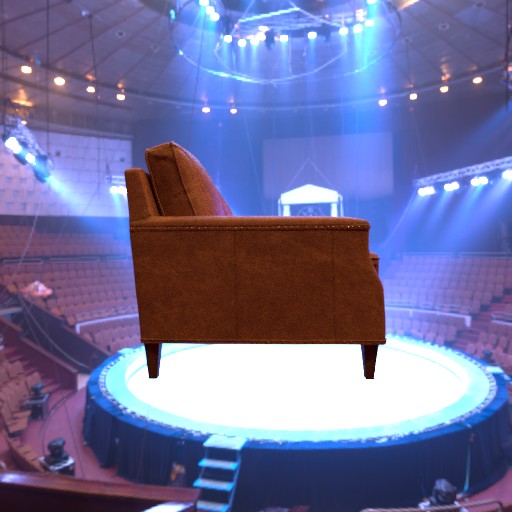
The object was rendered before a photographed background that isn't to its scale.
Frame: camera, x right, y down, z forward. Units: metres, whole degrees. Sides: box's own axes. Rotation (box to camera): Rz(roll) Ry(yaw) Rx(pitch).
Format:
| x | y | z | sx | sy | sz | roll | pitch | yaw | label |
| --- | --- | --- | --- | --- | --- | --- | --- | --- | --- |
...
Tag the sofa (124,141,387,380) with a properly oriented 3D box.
| x | y | z | sx | sy | sz | roll | pitch | yaw | label |
| --- | --- | --- | --- | --- | --- | --- | --- | --- | --- |
| 0.000 | 0.000 | 2.873 | 1.084 | 1.003 | 2.246 | 0 | 0 | 1 | sofa |
